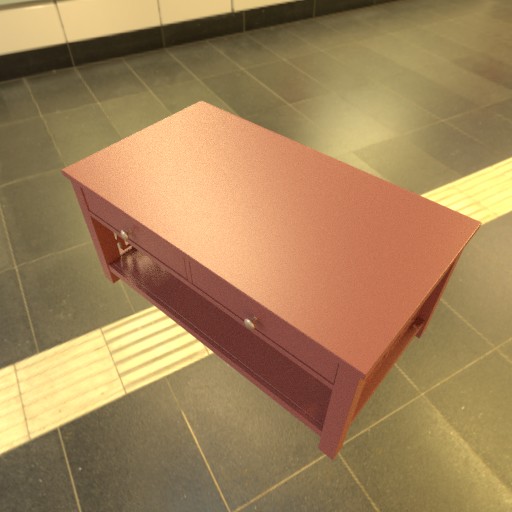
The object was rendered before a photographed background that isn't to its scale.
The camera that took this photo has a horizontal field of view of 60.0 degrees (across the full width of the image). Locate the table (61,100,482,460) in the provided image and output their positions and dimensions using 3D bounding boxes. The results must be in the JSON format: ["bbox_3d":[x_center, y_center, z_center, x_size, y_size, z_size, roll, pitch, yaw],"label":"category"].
[{"bbox_3d":[0.000,0.000,1.441,1.068,0.493,0.612,32,53,27],"label":"table"}]
